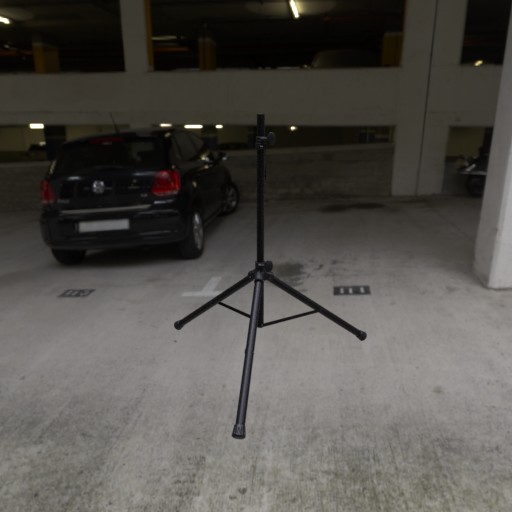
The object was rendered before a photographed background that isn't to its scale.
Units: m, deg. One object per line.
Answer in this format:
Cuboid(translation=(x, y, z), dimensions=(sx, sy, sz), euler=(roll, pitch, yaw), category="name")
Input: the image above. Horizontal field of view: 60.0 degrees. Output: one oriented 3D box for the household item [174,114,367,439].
Cuboid(translation=(0.000, 0.000, 1.852), dimensions=(1.045, 1.136, 0.907), euler=(3, 17, 9), category="household item")
